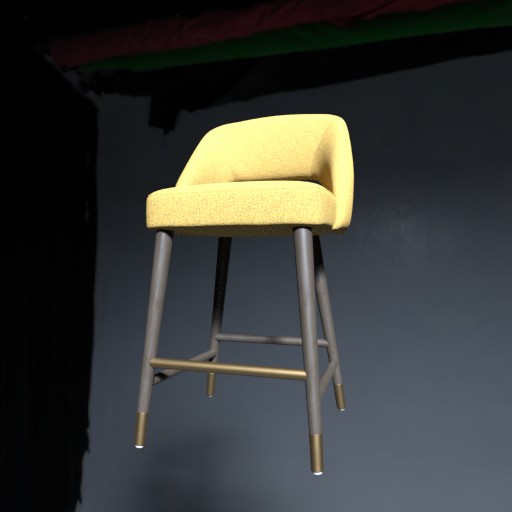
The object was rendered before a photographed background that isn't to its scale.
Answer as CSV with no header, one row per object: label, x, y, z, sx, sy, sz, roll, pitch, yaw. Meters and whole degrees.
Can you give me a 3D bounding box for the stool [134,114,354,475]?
stool,0.000,0.000,1.258,0.536,0.939,0.522,0,0,18
